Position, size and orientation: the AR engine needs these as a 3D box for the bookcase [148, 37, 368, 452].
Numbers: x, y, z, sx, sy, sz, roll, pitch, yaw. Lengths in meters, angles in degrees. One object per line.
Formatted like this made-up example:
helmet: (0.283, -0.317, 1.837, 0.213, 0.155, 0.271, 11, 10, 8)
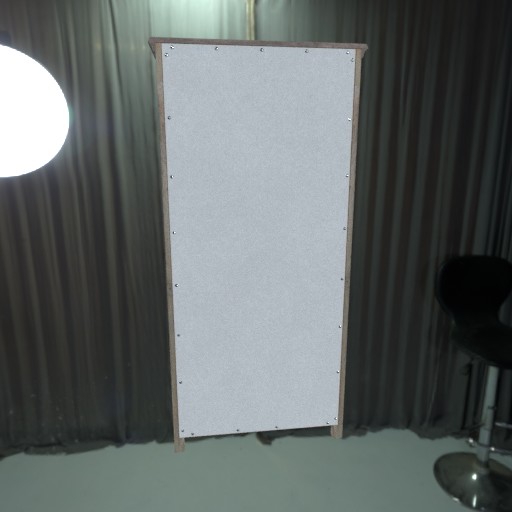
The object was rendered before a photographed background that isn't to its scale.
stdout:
bookcase: (0.000, 0.000, 2.182, 0.906, 1.880, 0.348, -2, 13, -7)
